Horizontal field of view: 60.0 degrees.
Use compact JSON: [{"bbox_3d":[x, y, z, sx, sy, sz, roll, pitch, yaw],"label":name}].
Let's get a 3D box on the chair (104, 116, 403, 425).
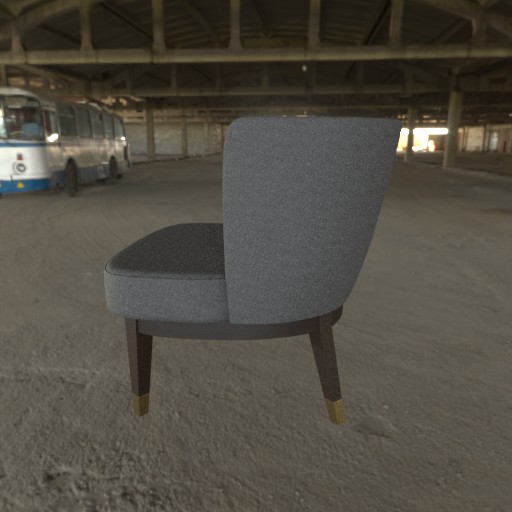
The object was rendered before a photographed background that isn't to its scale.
[{"bbox_3d":[0.000,0.000,1.207,0.698,0.695,0.639,2,15,6],"label":"chair"}]
